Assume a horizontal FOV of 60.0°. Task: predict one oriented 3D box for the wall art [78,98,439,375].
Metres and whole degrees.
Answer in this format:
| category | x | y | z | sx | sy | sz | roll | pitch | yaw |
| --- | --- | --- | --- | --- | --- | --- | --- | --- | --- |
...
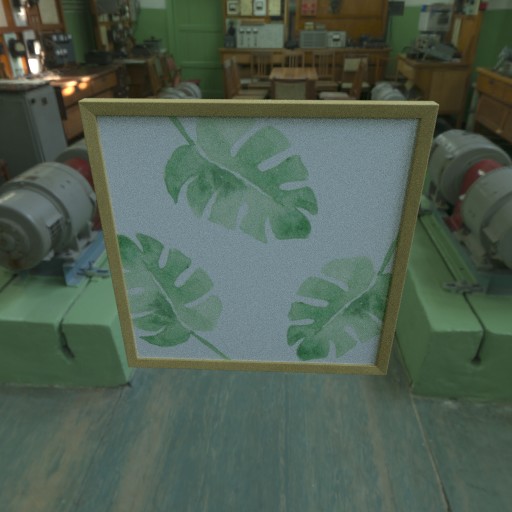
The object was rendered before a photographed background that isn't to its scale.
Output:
| category | x | y | z | sx | sy | sz | roll | pitch | yaw |
| --- | --- | --- | --- | --- | --- | --- | --- | --- | --- |
| wall art | 0.000 | 0.000 | 1.138 | 0.763 | 0.763 | 0.037 | 1 | 30 | 2 |
